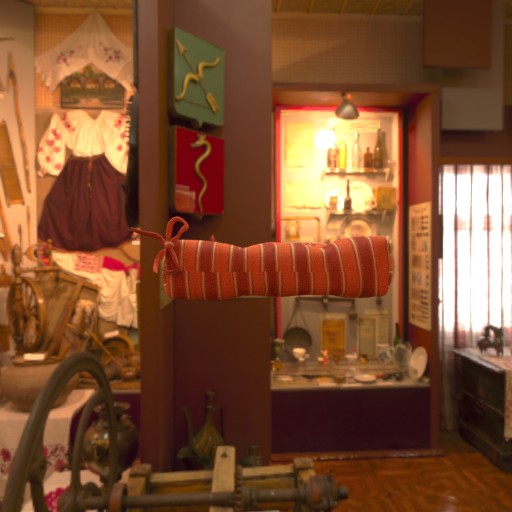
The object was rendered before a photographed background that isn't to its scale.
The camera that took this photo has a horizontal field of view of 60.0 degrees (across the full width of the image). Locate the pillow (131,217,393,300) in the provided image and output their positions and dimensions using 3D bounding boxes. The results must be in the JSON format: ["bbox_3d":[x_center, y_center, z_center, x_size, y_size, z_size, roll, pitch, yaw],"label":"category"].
[{"bbox_3d":[0.000,0.000,1.395,0.511,0.174,1.194,0,1,-1],"label":"pillow"}]
